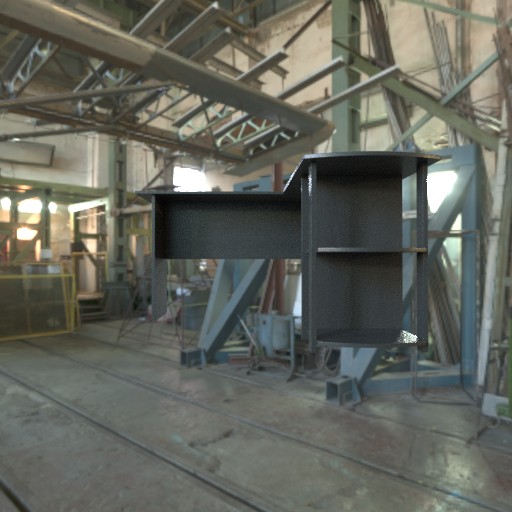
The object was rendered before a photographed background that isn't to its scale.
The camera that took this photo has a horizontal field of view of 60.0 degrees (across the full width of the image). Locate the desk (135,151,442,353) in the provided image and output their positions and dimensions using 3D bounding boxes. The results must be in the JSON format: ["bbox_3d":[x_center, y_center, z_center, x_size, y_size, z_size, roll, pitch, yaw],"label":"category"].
[{"bbox_3d":[0.000,0.000,2.188,1.303,0.716,1.361,0,0,-2],"label":"desk"}]
